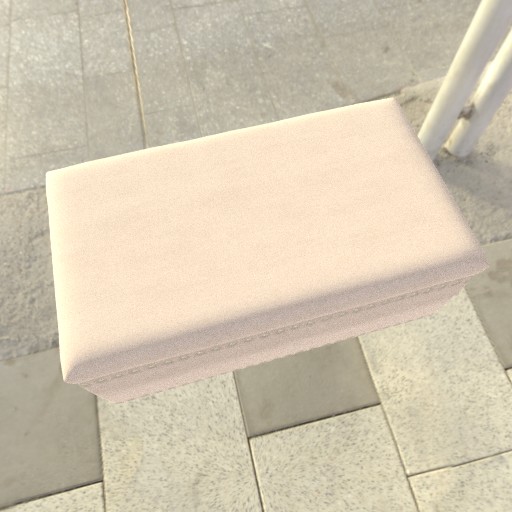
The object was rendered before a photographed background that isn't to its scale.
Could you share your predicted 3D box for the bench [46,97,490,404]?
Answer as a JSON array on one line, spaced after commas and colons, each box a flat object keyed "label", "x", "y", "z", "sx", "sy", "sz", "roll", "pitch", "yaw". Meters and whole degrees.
[{"label": "bench", "x": 0.000, "y": 0.000, "z": 1.153, "sx": 0.887, "sy": 0.449, "sz": 0.500, "roll": -14, "pitch": 64, "yaw": -7}]
